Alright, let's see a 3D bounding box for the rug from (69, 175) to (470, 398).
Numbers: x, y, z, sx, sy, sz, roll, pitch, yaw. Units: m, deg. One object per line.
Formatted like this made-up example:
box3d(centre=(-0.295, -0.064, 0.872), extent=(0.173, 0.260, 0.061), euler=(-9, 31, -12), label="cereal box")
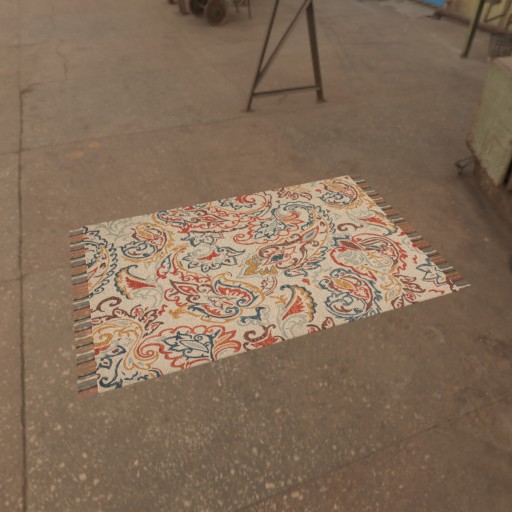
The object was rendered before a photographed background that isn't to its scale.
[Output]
box3d(centre=(0.000, 0.000, 2.520), extent=(1.997, 0.010, 1.218), euler=(-13, 43, -14), label="rug")
